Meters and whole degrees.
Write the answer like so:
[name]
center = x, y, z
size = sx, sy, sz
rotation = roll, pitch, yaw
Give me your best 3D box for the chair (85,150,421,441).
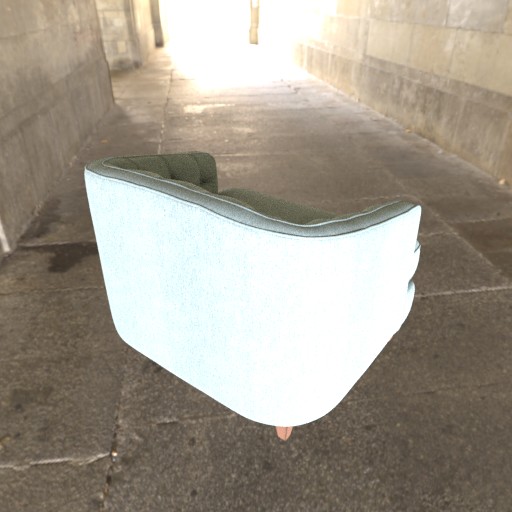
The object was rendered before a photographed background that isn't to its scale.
[chair]
center = 0.000, 0.000, 1.783
size = 1.094, 0.852, 0.945
rotation = 21, 36, 31
